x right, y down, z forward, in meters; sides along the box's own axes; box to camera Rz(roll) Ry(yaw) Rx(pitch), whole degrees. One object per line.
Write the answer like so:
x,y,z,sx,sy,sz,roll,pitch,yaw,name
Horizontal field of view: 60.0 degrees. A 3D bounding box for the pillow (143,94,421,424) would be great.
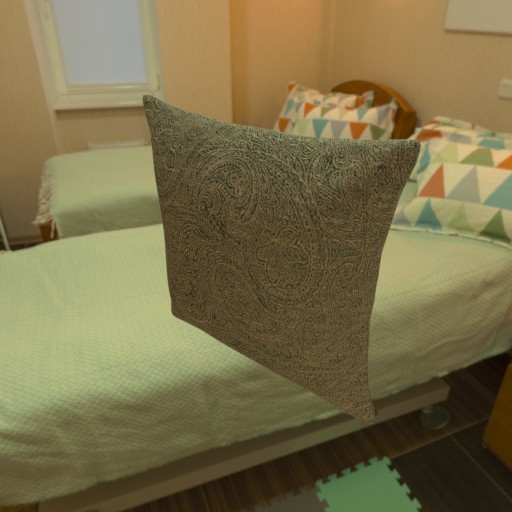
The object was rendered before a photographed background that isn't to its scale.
0.000,0.000,0.805,0.526,0.507,0.166,21,36,33,pillow
